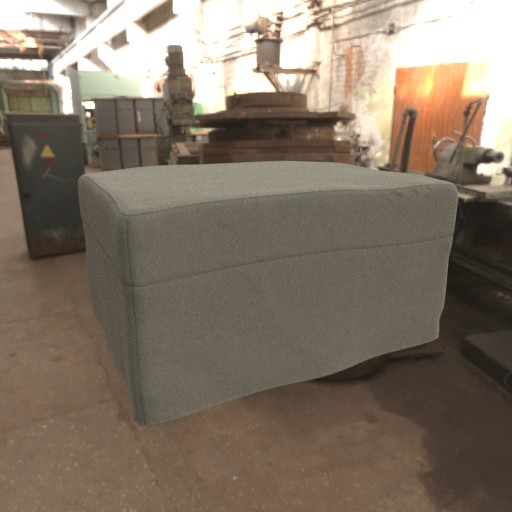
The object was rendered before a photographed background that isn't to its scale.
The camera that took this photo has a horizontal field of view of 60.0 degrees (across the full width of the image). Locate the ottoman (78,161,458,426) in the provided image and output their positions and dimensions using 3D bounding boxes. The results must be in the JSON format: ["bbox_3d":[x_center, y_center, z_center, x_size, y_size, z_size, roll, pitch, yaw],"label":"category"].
[{"bbox_3d":[0.000,0.000,1.237,0.833,0.461,0.648,-9,19,-26],"label":"ottoman"}]
